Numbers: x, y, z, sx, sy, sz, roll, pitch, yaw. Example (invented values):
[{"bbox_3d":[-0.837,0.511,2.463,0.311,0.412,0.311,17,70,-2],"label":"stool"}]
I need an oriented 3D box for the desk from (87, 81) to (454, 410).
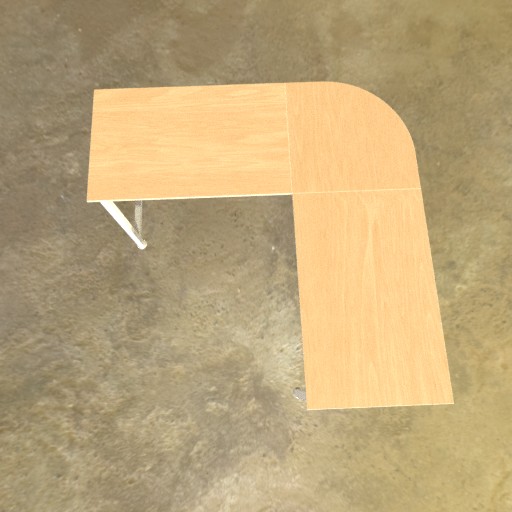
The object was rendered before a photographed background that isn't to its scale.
[{"bbox_3d":[0.000,0.000,2.179,1.400,0.762,1.400,-2,74,-1],"label":"desk"}]
